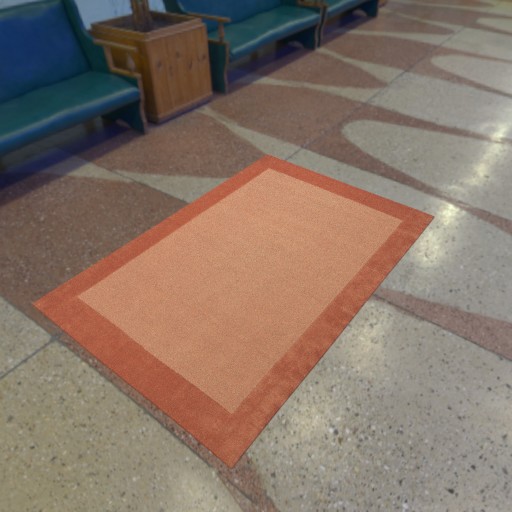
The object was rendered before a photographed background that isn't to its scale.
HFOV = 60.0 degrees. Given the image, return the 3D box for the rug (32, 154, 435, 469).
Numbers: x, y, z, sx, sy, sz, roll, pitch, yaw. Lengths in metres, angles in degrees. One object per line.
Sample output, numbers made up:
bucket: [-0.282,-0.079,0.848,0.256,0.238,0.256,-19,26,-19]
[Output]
rug: [0.000,0.000,2.320,1.219,0.014,1.829,27,48,28]
